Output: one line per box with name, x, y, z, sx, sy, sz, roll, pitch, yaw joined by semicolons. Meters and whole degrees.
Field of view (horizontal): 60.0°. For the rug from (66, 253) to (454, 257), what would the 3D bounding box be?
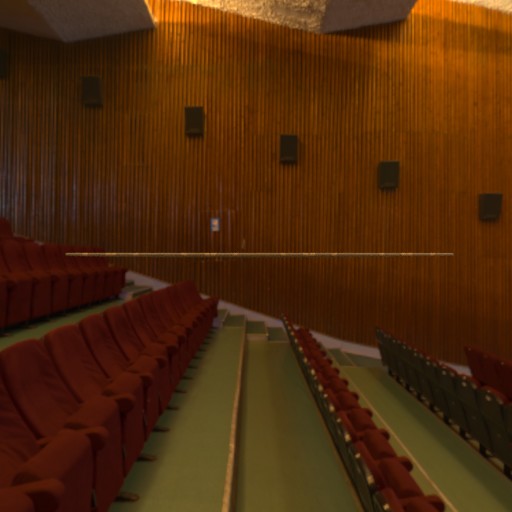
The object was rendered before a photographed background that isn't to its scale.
rug;0.000;0.000;2.688;1.451;0.010;2.080;0;0;-1
